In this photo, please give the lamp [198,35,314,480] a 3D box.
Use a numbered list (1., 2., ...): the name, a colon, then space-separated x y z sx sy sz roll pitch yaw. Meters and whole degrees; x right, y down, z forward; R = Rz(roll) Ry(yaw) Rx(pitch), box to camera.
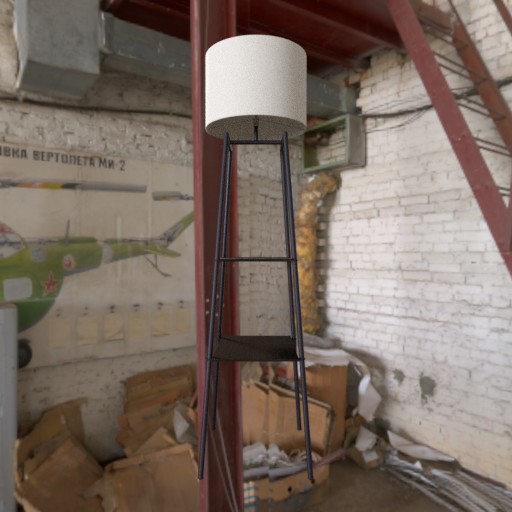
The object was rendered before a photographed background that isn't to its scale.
1. lamp: 0.000 0.000 1.665 0.384 1.474 0.427 0 0 0
